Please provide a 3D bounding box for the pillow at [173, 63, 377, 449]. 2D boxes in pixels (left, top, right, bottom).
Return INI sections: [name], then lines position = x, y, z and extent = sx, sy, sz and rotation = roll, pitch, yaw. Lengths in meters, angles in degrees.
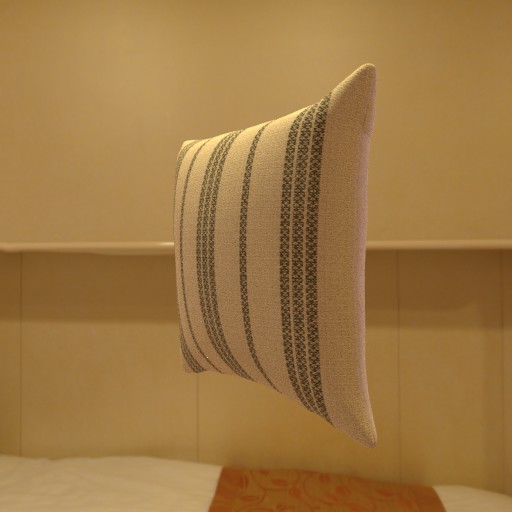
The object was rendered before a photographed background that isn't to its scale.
[pillow]
position = 0.000, 0.000, 0.623
extent = 0.173, 0.406, 0.405
rotation = 0, -1, -38
